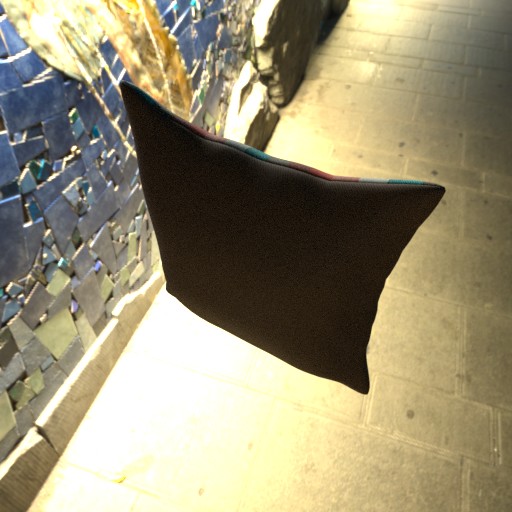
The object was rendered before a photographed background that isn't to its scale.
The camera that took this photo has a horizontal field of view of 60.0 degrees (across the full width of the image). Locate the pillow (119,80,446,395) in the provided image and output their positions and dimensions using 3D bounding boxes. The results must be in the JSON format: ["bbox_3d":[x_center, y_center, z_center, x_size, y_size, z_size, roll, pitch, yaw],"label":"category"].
[{"bbox_3d":[0.000,0.000,0.686,0.453,0.443,0.168,25,50,22],"label":"pillow"}]
